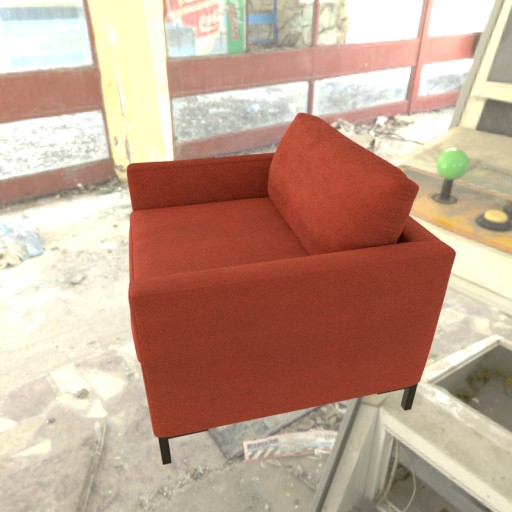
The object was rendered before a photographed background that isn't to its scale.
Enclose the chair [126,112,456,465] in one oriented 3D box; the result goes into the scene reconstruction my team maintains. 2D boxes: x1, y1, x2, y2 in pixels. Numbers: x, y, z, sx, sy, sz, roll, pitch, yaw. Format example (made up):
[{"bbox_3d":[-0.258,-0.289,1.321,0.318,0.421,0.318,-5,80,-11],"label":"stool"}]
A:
[{"bbox_3d":[0.000,0.000,1.570,0.875,0.812,0.964,-7,31,-12],"label":"chair"}]
